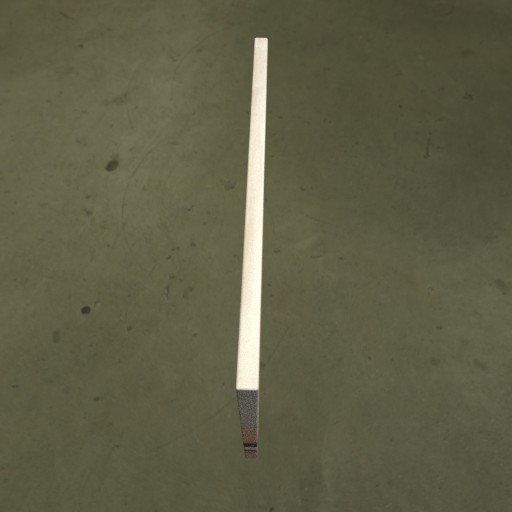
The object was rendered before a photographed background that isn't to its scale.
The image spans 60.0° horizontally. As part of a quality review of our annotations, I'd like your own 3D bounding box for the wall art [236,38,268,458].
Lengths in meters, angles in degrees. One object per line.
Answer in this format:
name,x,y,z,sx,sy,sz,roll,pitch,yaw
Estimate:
wall art,0.000,0.000,1.333,0.038,0.763,1.015,1,58,1
